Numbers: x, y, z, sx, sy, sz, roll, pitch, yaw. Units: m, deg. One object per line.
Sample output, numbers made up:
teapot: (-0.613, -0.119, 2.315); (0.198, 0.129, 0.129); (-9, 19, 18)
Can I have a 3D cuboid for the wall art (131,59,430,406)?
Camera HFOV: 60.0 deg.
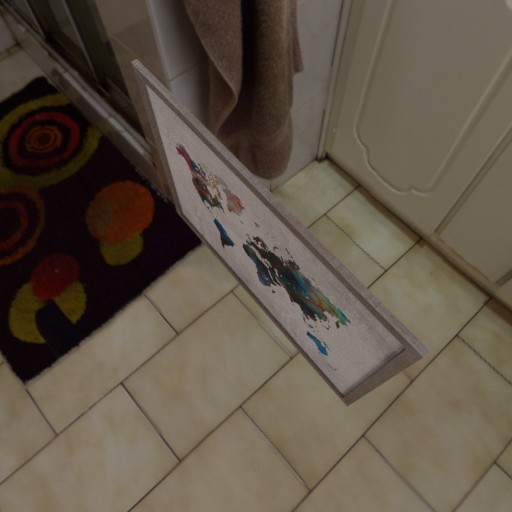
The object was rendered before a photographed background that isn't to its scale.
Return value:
wall art: (0.000, 0.000, 1.356); (0.019, 0.774, 1.012); (-37, 70, -16)
